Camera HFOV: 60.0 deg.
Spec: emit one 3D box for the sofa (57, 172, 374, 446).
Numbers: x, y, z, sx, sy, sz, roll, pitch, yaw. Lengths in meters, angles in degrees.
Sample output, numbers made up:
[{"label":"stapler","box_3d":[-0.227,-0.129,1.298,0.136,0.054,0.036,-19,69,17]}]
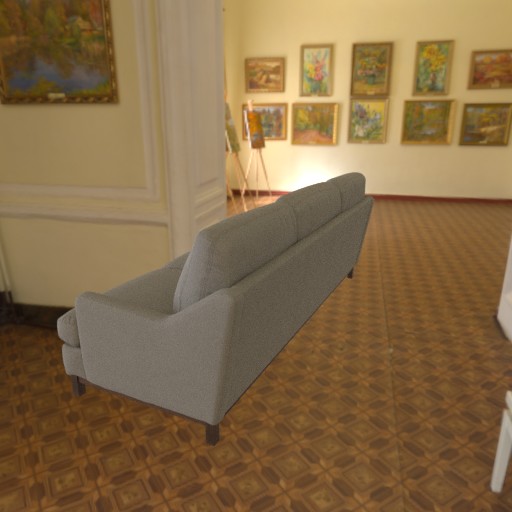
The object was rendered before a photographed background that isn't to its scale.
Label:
[{"label":"sofa","box_3d":[0.000,0.000,2.847,0.987,0.926,2.344,8,19,25]}]
